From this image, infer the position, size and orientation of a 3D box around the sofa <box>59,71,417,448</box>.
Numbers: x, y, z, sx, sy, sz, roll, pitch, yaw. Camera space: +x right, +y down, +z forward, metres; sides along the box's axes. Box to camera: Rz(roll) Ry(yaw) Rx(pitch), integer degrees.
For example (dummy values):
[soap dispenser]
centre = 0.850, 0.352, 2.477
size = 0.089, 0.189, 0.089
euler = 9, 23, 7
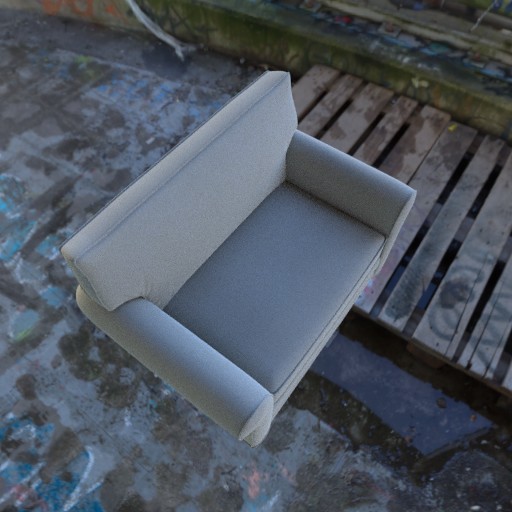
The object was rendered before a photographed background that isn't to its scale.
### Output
[sofa]
centre = 0.000, 0.000, 2.081
size = 0.937, 1.006, 1.405
euler = 32, 63, 19
